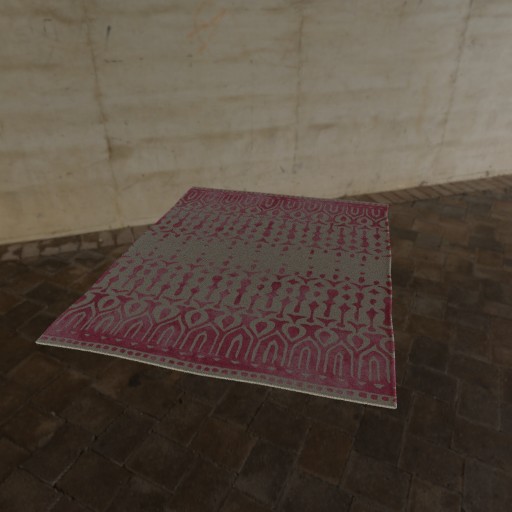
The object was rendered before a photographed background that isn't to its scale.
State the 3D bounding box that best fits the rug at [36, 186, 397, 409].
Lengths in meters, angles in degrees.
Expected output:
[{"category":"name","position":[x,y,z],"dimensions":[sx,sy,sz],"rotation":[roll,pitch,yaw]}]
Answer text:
[{"category":"rug","position":[0.000,0.000,4.124],"dimensions":[2.441,0.016,3.095],"rotation":[7,31,12]}]
